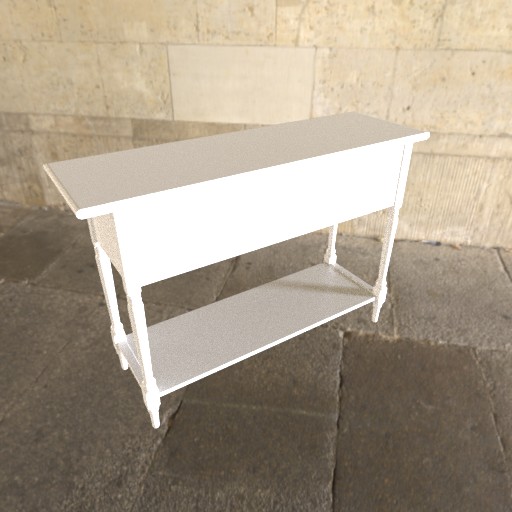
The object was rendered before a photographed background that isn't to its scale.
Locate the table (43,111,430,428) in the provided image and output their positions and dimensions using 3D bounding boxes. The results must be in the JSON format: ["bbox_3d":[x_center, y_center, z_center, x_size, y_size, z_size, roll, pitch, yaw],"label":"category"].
[{"bbox_3d":[0.000,0.000,1.606,1.197,0.808,0.384,-18,35,-28],"label":"table"}]
